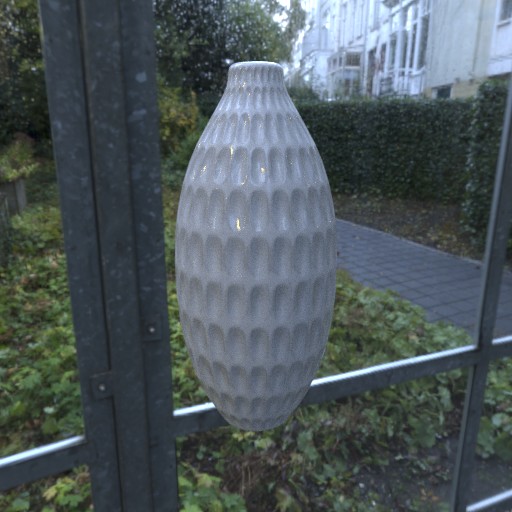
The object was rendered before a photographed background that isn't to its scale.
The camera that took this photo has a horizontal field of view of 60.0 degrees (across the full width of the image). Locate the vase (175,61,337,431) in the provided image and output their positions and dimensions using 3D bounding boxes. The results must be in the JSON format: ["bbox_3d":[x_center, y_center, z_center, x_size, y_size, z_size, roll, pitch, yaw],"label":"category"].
[{"bbox_3d":[0.000,0.000,0.353,0.127,0.282,0.127,0,16,0],"label":"vase"}]
